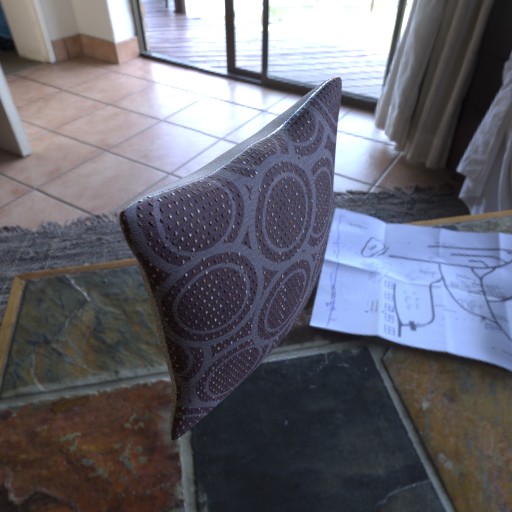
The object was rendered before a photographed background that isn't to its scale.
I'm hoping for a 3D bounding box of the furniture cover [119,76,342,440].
[{"bbox_3d":[0.000,0.000,0.826,0.193,0.509,0.552,24,46,25],"label":"furniture cover"}]
